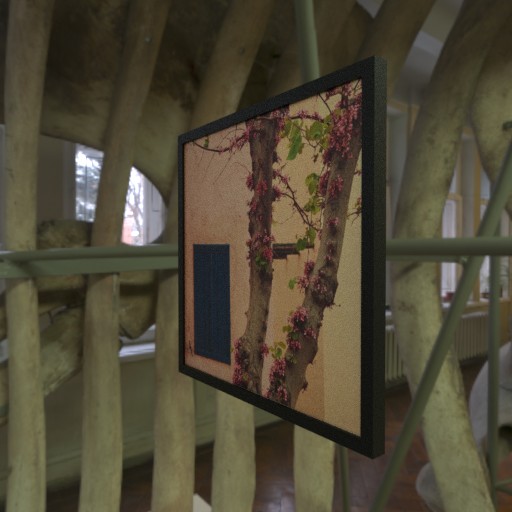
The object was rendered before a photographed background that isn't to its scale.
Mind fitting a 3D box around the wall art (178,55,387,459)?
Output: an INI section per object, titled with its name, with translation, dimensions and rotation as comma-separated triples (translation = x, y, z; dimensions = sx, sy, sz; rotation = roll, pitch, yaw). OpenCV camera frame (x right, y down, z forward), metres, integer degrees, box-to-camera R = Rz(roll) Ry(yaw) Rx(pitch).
[wall art]
translation = 0.000, 0.000, 1.144
dimensions = 0.038, 0.762, 0.762
rotation = -1, 1, -38
